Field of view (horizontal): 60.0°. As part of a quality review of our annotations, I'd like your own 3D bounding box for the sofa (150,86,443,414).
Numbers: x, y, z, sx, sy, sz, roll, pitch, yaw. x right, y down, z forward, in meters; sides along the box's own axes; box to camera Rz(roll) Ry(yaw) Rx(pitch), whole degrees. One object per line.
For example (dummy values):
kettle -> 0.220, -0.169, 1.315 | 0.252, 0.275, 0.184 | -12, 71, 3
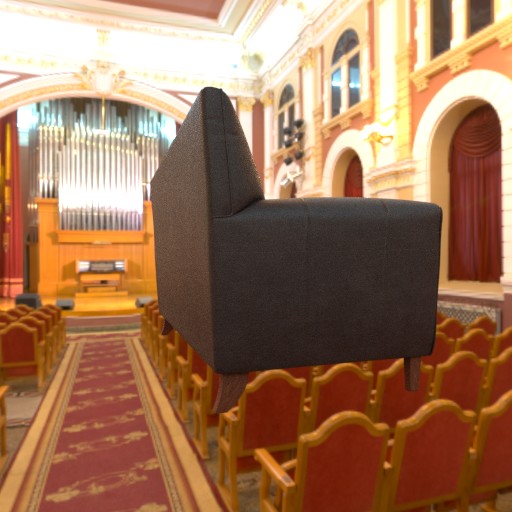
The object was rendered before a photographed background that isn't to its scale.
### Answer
sofa -> 0.000, 0.000, 1.950 | 0.787, 0.871, 1.473 | 0, 0, -18
